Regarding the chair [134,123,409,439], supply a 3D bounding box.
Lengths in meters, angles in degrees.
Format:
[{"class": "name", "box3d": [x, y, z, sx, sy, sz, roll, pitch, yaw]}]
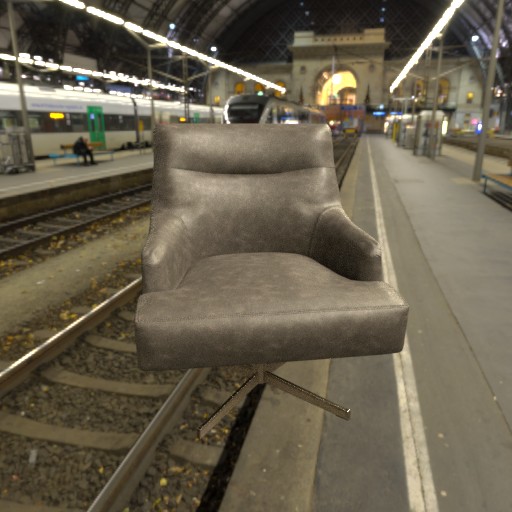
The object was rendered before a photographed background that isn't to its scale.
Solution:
[{"class": "chair", "box3d": [0.000, 0.000, 1.515, 0.738, 0.870, 0.874, -2, 17, -8]}]
